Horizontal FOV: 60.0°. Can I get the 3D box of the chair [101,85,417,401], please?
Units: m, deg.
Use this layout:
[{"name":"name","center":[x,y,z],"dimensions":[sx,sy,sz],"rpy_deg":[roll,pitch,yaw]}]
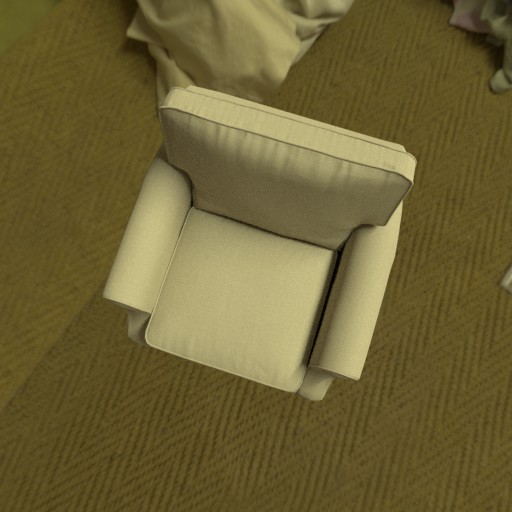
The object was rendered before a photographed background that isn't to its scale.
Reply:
[{"name":"chair","center":[0.000,0.000,1.796],"dimensions":[1.029,0.967,0.966],"rpy_deg":[17,77,4]}]
